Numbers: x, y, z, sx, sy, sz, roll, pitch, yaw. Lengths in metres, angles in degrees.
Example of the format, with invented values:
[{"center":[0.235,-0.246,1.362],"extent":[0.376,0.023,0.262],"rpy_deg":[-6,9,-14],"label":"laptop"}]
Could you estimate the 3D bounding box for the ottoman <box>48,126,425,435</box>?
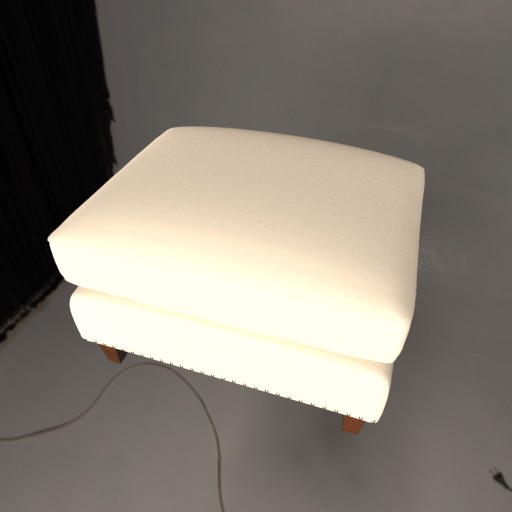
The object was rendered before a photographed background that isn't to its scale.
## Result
[{"center":[0.000,0.000,1.141],"extent":[0.741,0.513,0.584],"rpy_deg":[12,42,14],"label":"ottoman"}]
